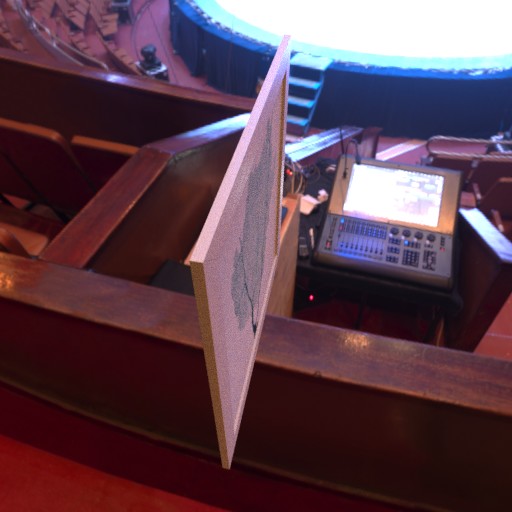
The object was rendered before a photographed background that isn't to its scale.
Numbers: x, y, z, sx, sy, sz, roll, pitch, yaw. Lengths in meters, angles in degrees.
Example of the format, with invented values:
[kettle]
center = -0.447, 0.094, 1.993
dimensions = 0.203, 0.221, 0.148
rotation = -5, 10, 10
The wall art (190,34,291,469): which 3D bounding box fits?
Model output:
[wall art]
center = 0.000, 0.000, 0.820
dimensions = 0.015, 0.577, 0.572
rotation = 8, 47, 8
